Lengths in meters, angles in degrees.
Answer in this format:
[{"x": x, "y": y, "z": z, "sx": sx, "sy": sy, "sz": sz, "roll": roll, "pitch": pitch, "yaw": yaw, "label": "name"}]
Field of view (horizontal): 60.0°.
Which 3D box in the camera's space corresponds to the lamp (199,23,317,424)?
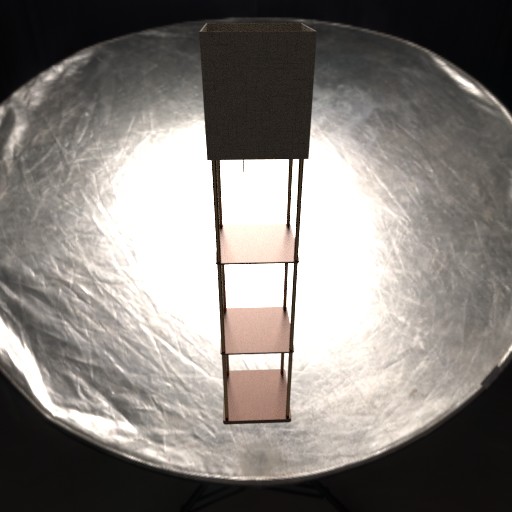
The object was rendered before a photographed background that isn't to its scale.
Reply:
[{"x": 0.000, "y": 0.000, "z": 1.705, "sx": 0.310, "sy": 1.569, "sz": 0.308, "roll": -1, "pitch": 31, "yaw": -2, "label": "lamp"}]
